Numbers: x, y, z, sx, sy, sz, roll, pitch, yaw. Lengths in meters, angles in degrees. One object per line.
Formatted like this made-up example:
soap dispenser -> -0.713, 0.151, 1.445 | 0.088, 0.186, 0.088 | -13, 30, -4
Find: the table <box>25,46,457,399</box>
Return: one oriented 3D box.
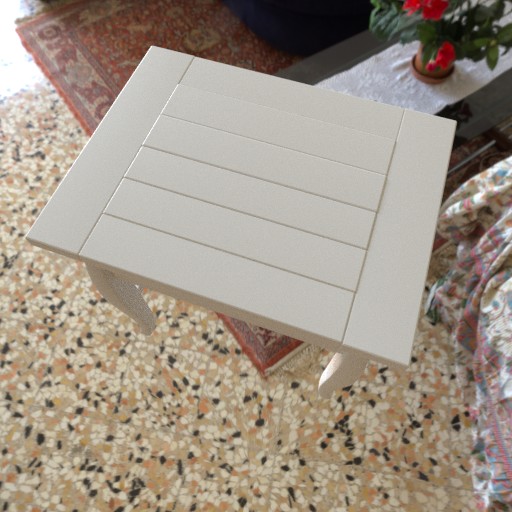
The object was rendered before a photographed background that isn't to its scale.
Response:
table -> 0.000, 0.000, 1.005 | 0.599, 0.605, 0.463 | 17, 65, 8
